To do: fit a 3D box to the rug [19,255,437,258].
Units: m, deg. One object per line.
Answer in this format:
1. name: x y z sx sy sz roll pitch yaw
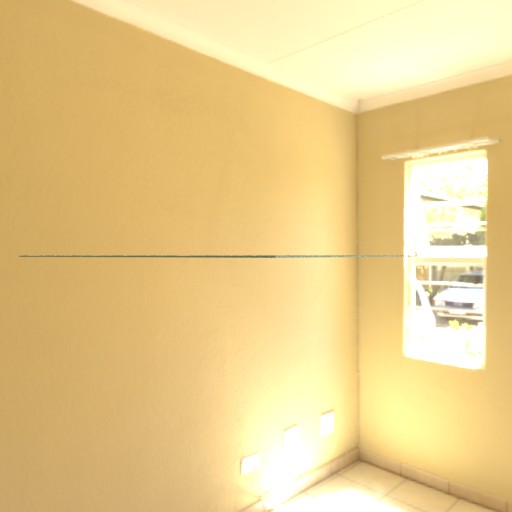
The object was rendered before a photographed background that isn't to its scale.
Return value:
1. rug: 0.000 0.000 3.935 2.363 0.012 2.980 0 0 36
